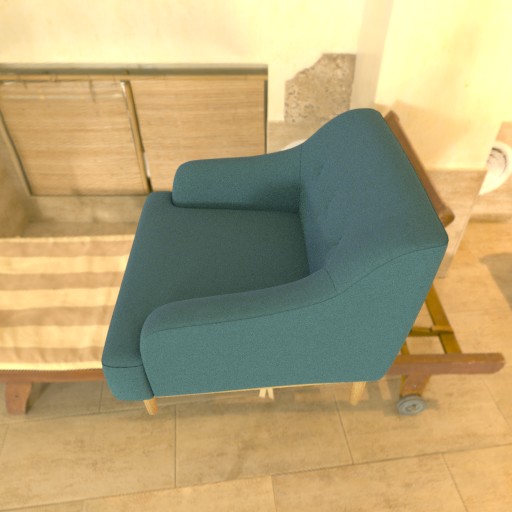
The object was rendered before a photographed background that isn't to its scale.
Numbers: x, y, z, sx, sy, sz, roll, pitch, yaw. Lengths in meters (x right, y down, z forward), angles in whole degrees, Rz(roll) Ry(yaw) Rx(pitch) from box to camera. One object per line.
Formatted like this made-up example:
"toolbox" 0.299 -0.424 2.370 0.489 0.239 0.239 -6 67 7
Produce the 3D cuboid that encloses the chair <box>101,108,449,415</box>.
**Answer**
"chair" 0.000 0.000 1.625 0.951 0.818 0.946 -1 42 -1
